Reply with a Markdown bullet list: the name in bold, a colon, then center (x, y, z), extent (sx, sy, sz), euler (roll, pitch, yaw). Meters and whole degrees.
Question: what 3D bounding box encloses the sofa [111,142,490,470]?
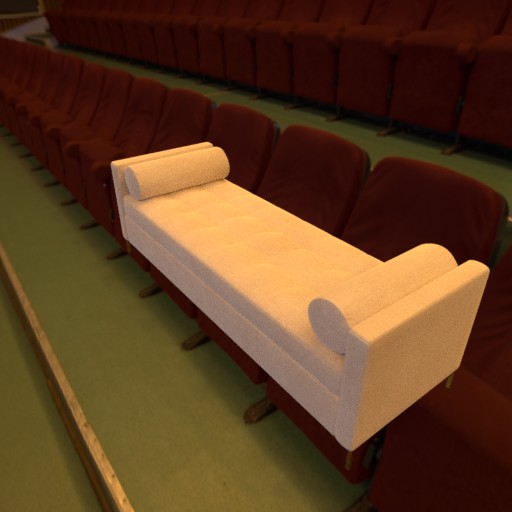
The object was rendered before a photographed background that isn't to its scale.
- **sofa**: center (0.000, 0.000, 2.283), extent (0.686, 0.635, 1.981), euler (-21, 37, -31)
